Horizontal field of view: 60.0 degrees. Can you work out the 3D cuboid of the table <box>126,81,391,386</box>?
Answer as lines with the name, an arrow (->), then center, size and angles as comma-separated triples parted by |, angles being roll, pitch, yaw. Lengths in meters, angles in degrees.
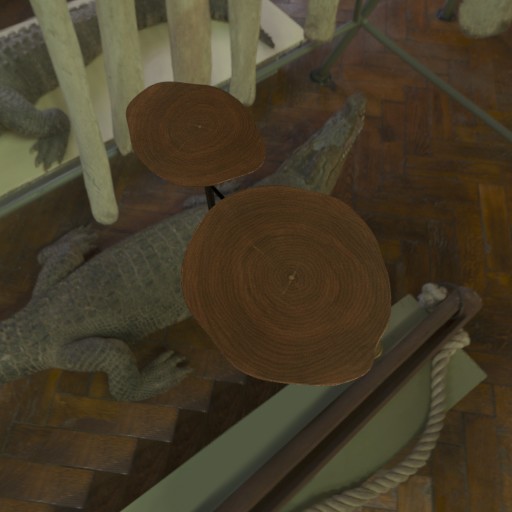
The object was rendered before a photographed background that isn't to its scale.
table -> 0.000, 0.000, 1.110 | 0.442, 0.538, 0.759 | -34, 69, -15
